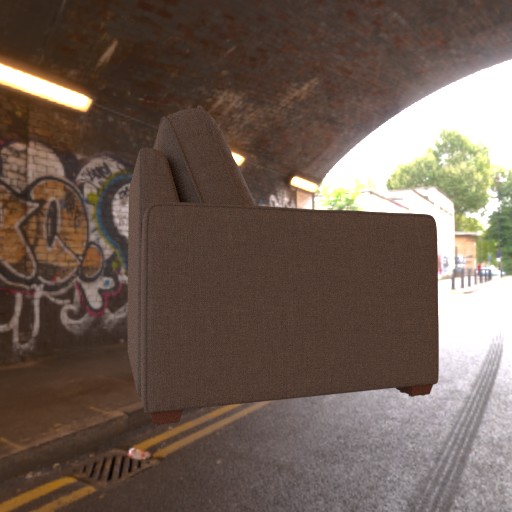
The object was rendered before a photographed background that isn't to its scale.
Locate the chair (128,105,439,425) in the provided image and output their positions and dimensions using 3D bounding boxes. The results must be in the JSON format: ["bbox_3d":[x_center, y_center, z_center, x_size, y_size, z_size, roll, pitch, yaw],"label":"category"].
[{"bbox_3d":[0.000,0.000,1.748,0.940,0.919,1.017,0,-1,-18],"label":"chair"}]
